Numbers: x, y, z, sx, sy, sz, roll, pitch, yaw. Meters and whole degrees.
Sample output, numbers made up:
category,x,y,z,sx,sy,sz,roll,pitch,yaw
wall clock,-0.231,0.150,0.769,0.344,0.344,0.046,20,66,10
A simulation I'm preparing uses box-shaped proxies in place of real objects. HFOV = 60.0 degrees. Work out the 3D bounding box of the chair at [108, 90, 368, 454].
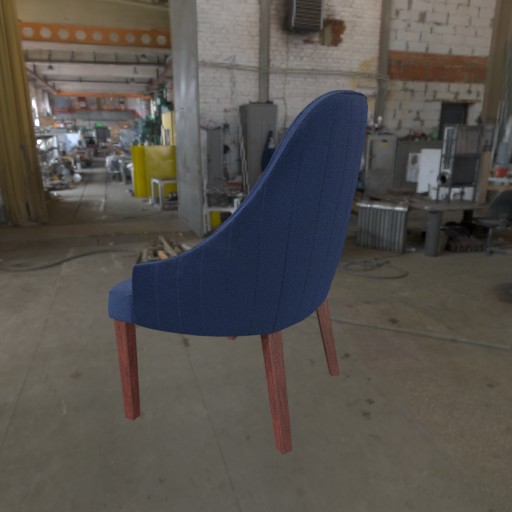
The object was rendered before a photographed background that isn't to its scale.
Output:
category,x,y,z,sx,sy,sz,roll,pitch,yaw
chair,0.000,0.000,1.297,0.575,0.889,0.643,8,17,26
